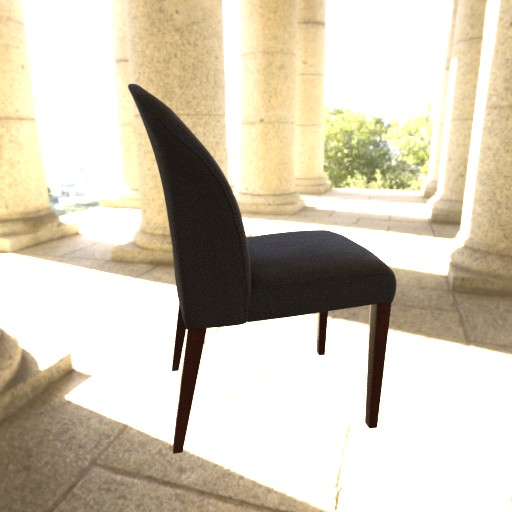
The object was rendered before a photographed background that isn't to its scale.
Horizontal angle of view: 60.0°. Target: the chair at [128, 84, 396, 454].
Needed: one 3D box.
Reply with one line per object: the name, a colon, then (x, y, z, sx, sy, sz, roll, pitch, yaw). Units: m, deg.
chair: (0.000, 0.000, 1.231, 0.619, 0.879, 0.506, -3, 16, -11)
